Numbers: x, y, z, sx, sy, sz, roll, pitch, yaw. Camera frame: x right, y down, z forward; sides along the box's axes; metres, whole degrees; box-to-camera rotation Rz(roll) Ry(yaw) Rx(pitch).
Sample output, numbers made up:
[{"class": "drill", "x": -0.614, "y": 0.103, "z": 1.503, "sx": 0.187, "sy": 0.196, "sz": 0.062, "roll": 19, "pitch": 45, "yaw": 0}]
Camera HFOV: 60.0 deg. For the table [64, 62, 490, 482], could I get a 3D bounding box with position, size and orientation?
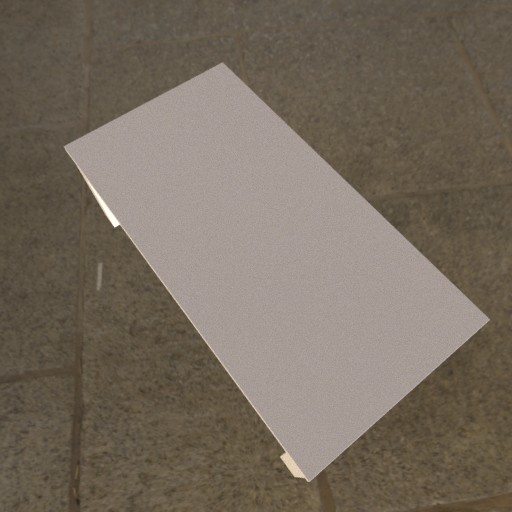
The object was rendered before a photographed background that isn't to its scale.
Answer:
[{"class": "table", "x": 0.000, "y": 0.000, "z": 1.656, "sx": 0.700, "sy": 0.470, "sz": 1.350, "roll": -35, "pitch": 69, "yaw": -16}]
